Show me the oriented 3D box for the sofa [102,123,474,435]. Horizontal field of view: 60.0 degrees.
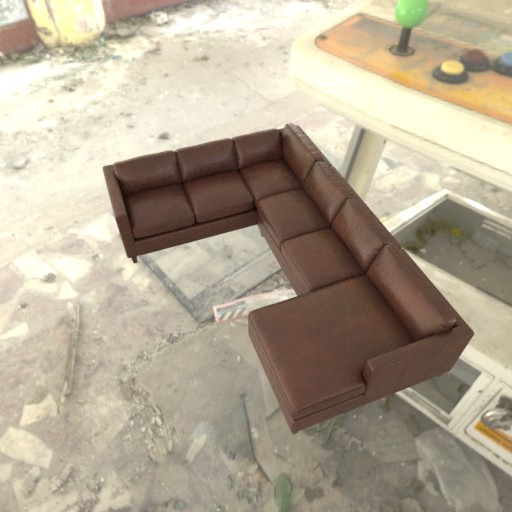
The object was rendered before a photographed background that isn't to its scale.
[{"bbox_3d":[0.000,0.000,4.468,2.452,0.891,3.324,-16,49,-14],"label":"sofa"}]
